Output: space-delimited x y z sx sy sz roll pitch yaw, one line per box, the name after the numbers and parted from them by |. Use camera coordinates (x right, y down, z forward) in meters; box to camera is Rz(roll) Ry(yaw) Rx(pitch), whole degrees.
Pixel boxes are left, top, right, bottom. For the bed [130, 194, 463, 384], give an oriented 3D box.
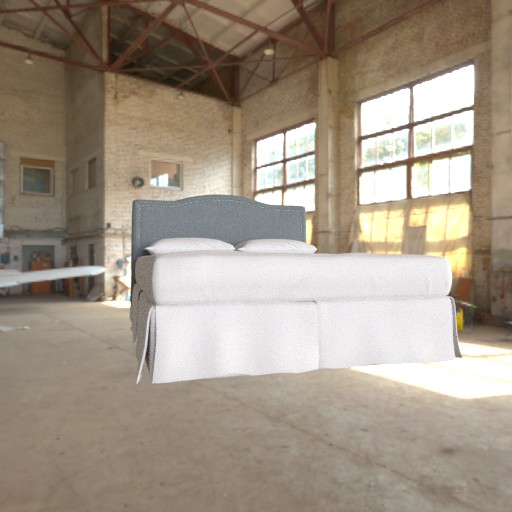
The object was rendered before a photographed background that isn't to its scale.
0.000 0.000 3.949 2.161 1.457 2.689 0 -1 -17 | bed
